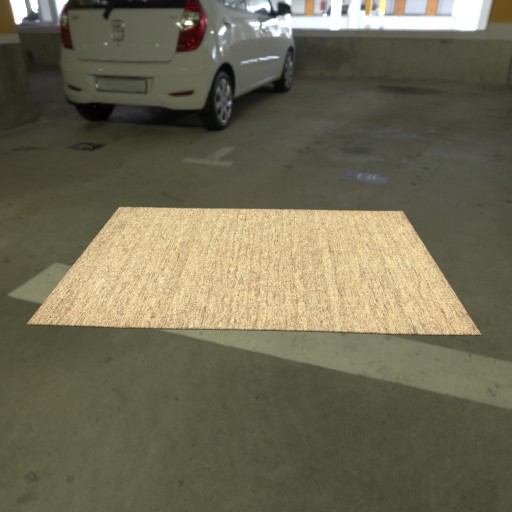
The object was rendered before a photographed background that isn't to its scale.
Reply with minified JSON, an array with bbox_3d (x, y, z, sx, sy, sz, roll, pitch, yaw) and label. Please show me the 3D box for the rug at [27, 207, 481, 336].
[{"bbox_3d":[0.000,0.000,2.893,2.283,0.013,1.547,1,29,2],"label":"rug"}]
